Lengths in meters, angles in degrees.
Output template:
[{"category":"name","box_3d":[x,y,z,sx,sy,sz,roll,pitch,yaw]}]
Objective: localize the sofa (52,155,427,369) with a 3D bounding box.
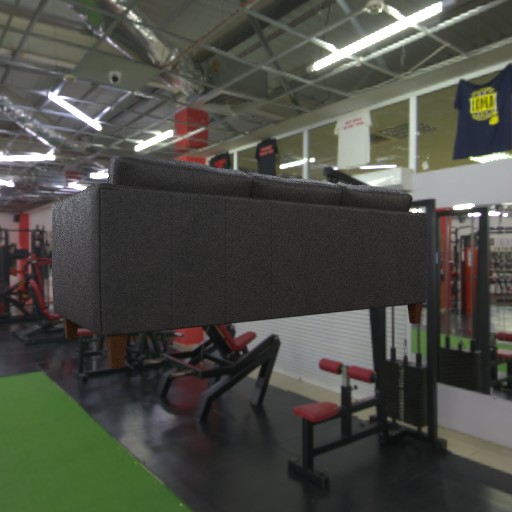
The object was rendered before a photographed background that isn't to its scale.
[{"category":"sofa","box_3d":[0.000,0.000,3.049,2.464,1.006,1.045,0,0,-35]}]
